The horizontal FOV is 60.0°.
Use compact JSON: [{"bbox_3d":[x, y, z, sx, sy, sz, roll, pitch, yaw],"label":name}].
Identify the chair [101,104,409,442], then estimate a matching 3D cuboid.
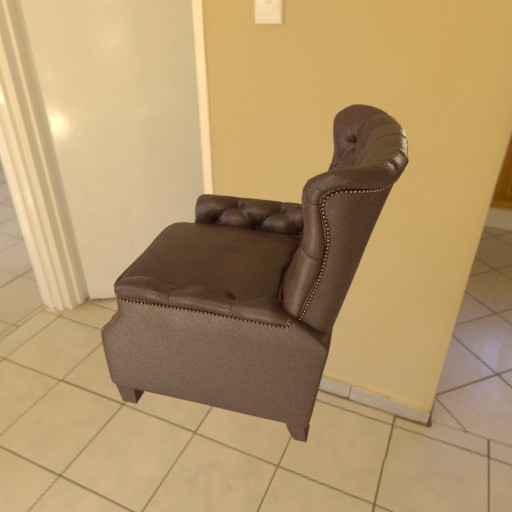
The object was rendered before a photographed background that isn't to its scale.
[{"bbox_3d":[0.000,0.000,1.453,0.823,0.864,0.709,8,31,13],"label":"chair"}]
